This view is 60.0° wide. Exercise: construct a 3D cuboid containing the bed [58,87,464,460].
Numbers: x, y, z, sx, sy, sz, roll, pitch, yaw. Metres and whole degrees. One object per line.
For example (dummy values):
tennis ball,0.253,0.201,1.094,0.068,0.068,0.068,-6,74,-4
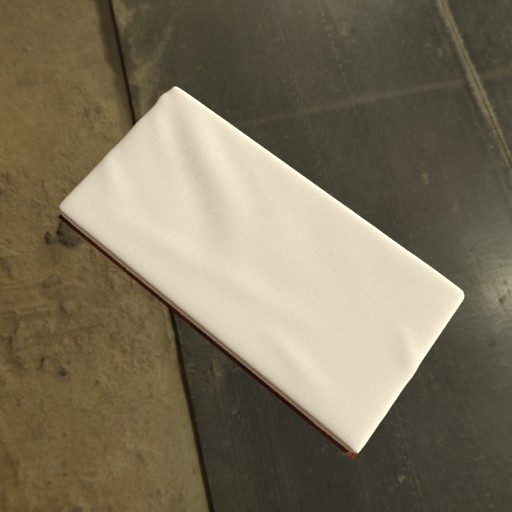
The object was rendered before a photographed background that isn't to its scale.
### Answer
bed,0.000,0.000,2.224,1.860,0.312,0.940,37,78,9
